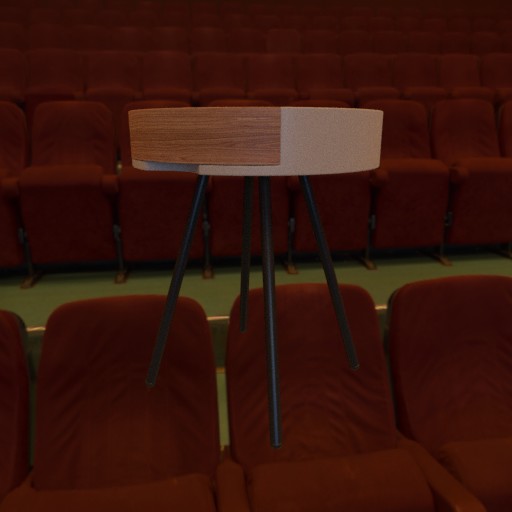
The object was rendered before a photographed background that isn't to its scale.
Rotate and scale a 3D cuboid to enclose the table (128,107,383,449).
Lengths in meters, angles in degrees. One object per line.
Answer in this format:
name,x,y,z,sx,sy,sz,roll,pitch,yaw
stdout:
table,0.000,0.000,0.852,0.450,0.525,0.450,0,16,0
